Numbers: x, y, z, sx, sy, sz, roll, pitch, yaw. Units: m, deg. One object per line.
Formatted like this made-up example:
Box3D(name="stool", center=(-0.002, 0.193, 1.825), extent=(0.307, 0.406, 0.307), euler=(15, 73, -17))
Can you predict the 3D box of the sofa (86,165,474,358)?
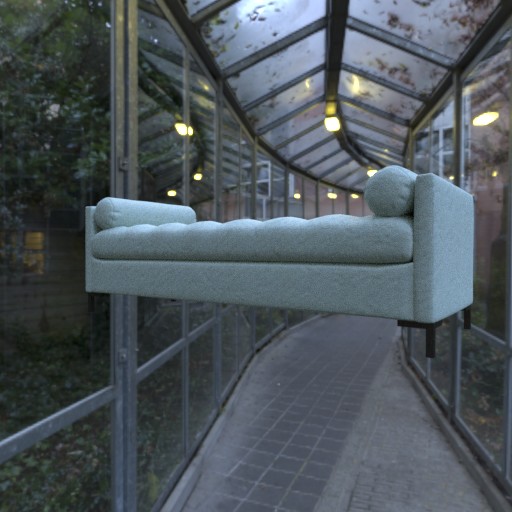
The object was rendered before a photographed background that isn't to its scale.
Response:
Box3D(name="sofa", center=(0.000, 0.000, 2.463), extent=(2.102, 0.705, 0.796), euler=(0, 1, 35))
